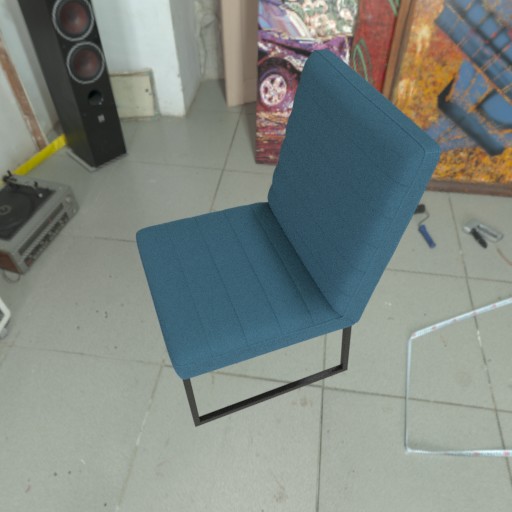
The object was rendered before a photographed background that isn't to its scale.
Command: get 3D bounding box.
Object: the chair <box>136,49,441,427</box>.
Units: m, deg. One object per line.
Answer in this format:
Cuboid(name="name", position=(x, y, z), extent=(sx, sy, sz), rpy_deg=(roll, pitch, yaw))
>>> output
Cuboid(name="chair", position=(0.000, 0.000, 1.298), extent=(0.634, 0.930, 0.520), rpy_deg=(-16, 50, -14))
